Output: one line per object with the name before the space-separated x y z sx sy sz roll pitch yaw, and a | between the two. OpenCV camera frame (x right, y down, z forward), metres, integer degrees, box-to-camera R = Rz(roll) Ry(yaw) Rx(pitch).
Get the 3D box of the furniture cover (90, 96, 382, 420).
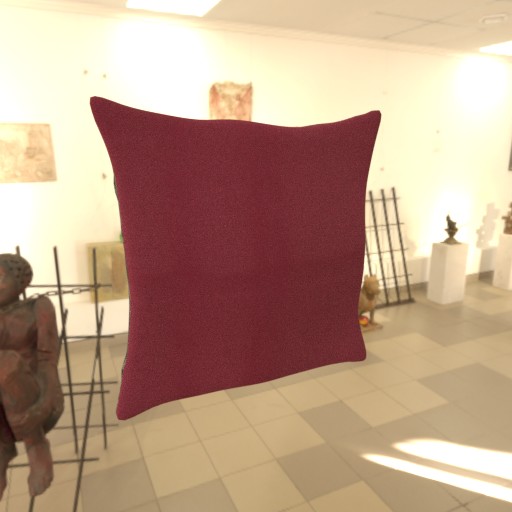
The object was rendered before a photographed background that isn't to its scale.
furniture cover | 0.000 0.000 0.784 0.514 0.513 0.163 -6 15 -25
